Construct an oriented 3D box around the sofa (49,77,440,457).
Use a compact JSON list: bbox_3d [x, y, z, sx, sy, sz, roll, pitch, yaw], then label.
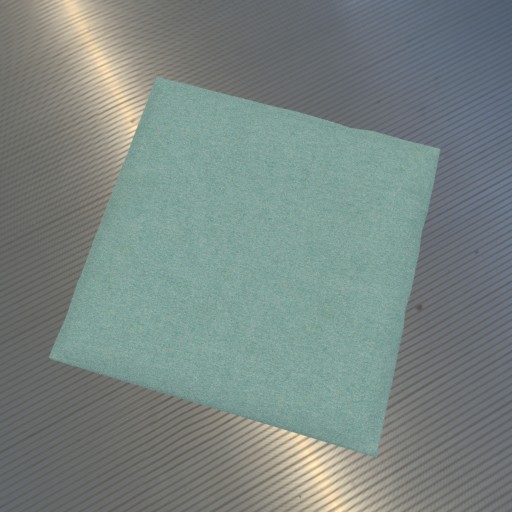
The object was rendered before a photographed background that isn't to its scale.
[{"bbox_3d":[0.000,0.000,1.389,0.930,0.330,0.930,16,77,4],"label":"sofa"}]
